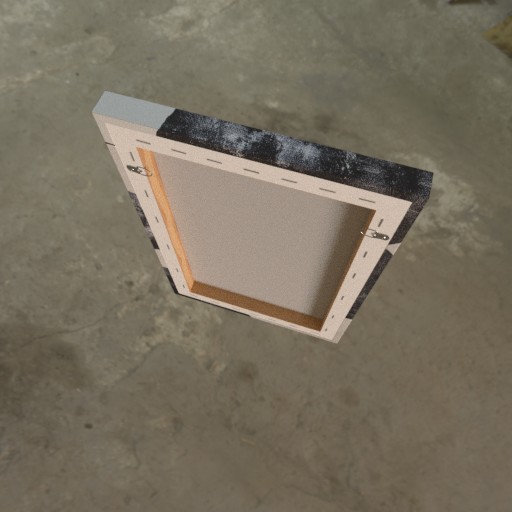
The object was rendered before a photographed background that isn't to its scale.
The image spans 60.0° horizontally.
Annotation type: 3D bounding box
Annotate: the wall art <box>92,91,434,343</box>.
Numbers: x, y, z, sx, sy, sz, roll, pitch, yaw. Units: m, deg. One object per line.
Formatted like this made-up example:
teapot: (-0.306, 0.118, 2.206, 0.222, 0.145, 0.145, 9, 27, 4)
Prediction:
wall art: (0.000, 0.000, 0.790, 0.407, 0.610, 0.039, 16, 65, 8)
